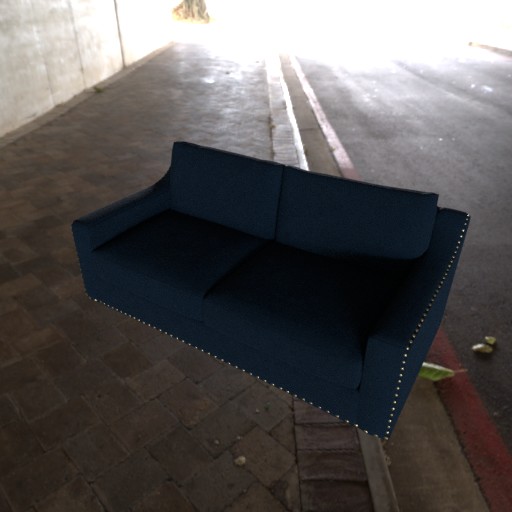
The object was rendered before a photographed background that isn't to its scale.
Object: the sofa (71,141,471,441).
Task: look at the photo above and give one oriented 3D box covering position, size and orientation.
[{"bbox_3d":[0.000,0.000,2.692,2.107,0.983,1.104,18,35,28],"label":"sofa"}]
